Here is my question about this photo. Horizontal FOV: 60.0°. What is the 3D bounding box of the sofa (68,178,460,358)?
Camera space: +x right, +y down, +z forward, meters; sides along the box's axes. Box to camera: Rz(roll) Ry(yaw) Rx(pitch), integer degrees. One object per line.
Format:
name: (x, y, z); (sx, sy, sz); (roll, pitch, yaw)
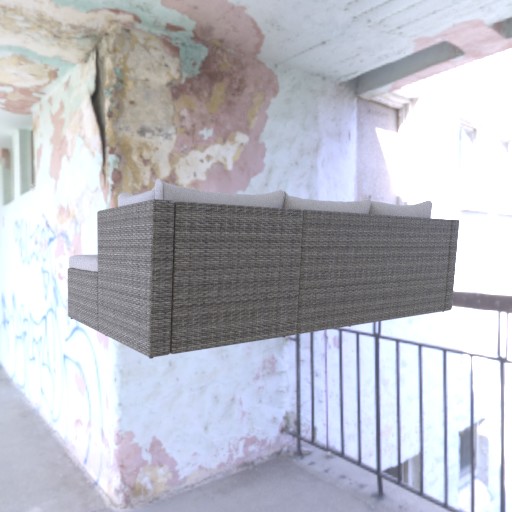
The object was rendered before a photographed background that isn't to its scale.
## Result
sofa: (0.000, 0.000, 3.000); (2.192, 0.766, 1.662); (-1, 2, -36)
